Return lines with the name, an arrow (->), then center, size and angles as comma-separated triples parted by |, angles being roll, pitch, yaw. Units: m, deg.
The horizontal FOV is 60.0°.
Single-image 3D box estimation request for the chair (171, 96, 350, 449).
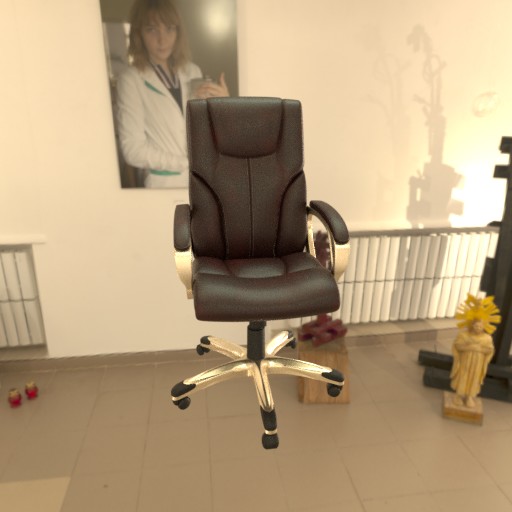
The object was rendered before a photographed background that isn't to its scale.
chair -> 0.000, 0.000, 1.617 | 0.662, 1.107, 0.739 | -3, 19, -8
